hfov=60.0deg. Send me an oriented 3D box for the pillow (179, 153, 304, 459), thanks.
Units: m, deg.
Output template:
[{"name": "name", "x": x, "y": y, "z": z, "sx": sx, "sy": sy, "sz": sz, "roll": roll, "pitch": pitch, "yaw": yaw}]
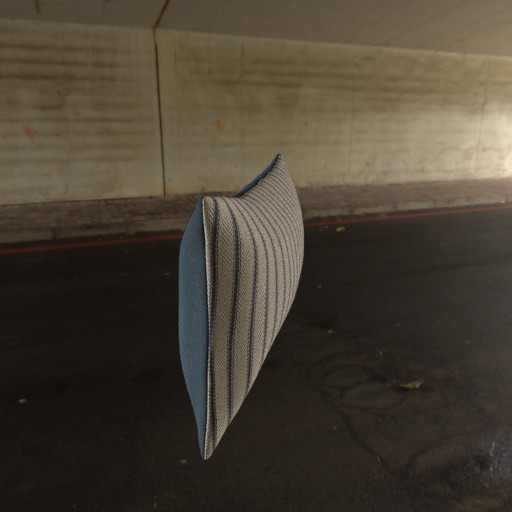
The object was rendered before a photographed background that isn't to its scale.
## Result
[{"name": "pillow", "x": 0.000, "y": 0.000, "z": 0.736, "sx": 0.151, "sy": 0.305, "sz": 0.609, "roll": 3, "pitch": 16, "yaw": 9}]
